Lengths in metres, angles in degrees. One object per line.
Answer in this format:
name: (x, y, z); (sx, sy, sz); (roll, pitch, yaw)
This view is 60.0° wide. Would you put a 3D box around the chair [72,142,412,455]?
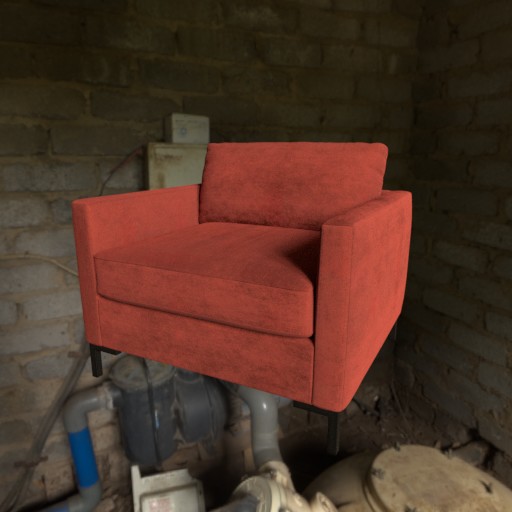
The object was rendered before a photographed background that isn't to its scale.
chair: (0.000, 0.000, 1.625); (0.964, 0.812, 0.875); (7, 16, 27)
